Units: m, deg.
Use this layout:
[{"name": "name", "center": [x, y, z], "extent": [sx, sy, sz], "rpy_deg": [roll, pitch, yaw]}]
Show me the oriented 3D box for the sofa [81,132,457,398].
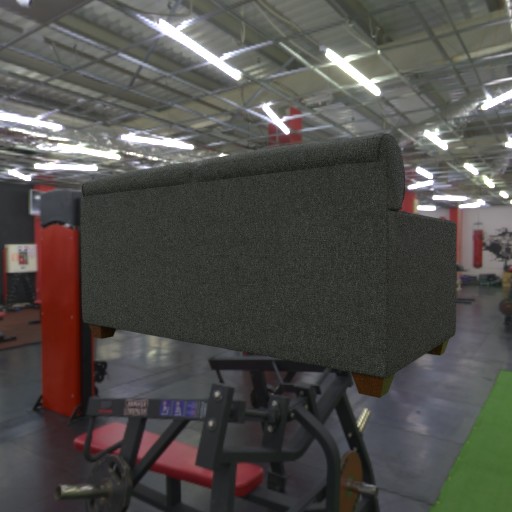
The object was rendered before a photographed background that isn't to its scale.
[{"name": "sofa", "center": [0.000, 0.000, 2.409], "extent": [1.846, 0.958, 0.998], "rpy_deg": [1, 1, 37]}]
